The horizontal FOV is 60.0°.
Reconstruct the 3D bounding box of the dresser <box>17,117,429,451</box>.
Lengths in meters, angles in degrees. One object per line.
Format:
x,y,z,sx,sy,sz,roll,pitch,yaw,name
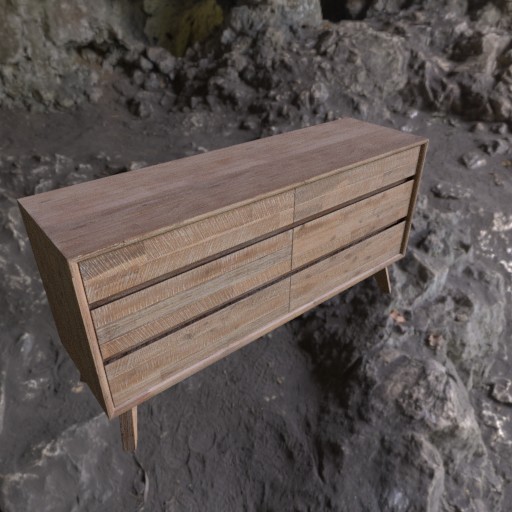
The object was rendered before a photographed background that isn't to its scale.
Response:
0.000,0.000,1.860,1.554,0.805,0.455,-23,39,-32,dresser
